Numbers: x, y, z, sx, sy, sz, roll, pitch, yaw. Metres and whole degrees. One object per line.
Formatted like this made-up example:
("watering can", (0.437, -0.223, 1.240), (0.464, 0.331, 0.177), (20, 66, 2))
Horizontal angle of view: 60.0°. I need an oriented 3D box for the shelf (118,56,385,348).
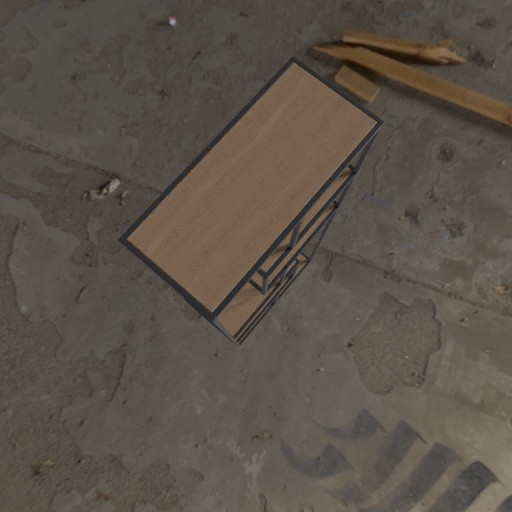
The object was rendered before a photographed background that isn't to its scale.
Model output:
("shelf", (0.000, 0.000, 2.163), (0.350, 1.850, 0.770), (39, 79, 9))
